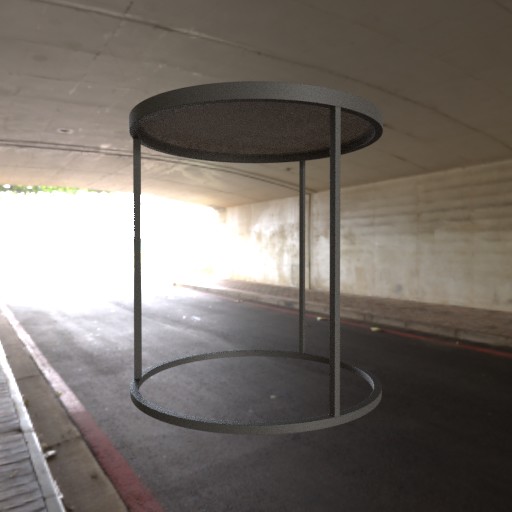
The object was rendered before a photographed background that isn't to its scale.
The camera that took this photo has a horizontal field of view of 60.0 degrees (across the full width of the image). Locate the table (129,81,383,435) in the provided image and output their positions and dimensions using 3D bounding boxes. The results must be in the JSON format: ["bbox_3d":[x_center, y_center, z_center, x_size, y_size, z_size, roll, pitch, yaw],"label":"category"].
[{"bbox_3d":[0.000,0.000,0.857,0.470,0.498,0.470,0,1,0],"label":"table"}]
